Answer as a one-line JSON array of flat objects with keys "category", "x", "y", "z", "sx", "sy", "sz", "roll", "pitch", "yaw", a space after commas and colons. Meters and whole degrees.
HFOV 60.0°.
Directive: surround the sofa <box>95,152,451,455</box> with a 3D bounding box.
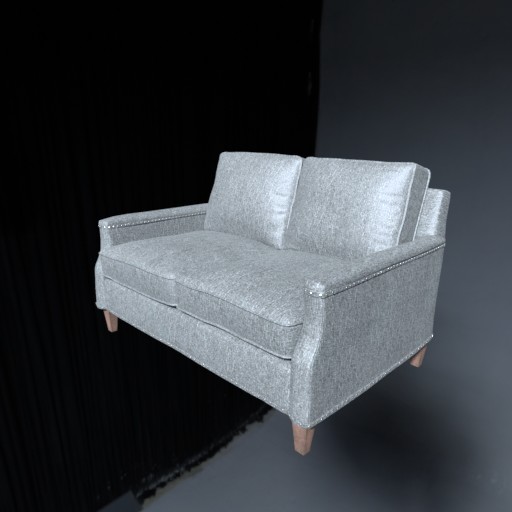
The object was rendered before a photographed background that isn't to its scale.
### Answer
[{"category": "sofa", "x": 0.000, "y": 0.000, "z": 2.301, "sx": 1.084, "sy": 1.003, "sz": 1.597, "roll": -15, "pitch": 21, "yaw": -43}]
